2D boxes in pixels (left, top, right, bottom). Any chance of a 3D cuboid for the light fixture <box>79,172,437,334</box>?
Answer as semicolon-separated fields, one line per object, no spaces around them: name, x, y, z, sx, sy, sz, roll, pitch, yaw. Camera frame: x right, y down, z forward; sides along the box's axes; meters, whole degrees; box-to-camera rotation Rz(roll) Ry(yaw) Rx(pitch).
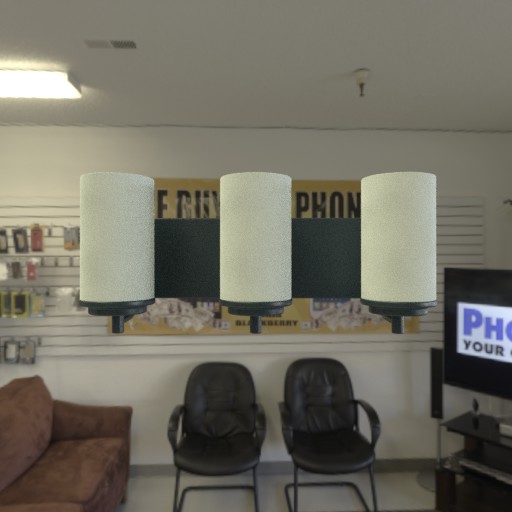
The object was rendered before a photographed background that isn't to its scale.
light fixture;0.000;0.000;0.527;0.451;0.172;0.145;0;0;0
